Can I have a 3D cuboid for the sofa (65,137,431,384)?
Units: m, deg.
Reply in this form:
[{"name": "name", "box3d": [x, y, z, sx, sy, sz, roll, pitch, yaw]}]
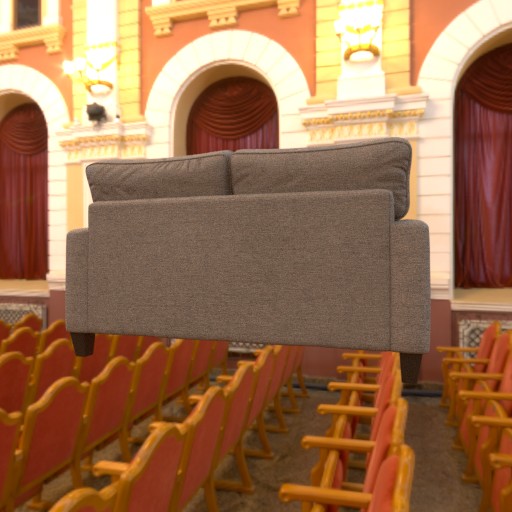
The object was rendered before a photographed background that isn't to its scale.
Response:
[{"name": "sofa", "box3d": [0.000, 0.000, 2.312, 1.651, 0.965, 0.965, 0, 0, 17]}]
